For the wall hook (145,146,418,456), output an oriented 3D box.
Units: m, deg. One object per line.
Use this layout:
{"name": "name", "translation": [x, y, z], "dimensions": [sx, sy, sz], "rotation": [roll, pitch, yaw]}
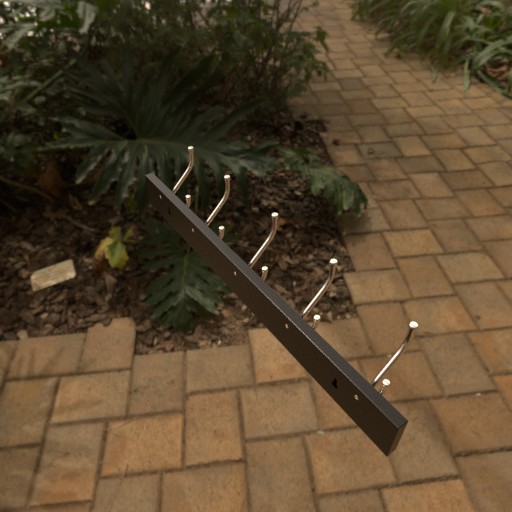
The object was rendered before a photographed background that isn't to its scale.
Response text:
{"name": "wall hook", "translation": [0.000, 0.000, 0.616], "dimensions": [0.071, 0.117, 0.571], "rotation": [-25, 47, -26]}
